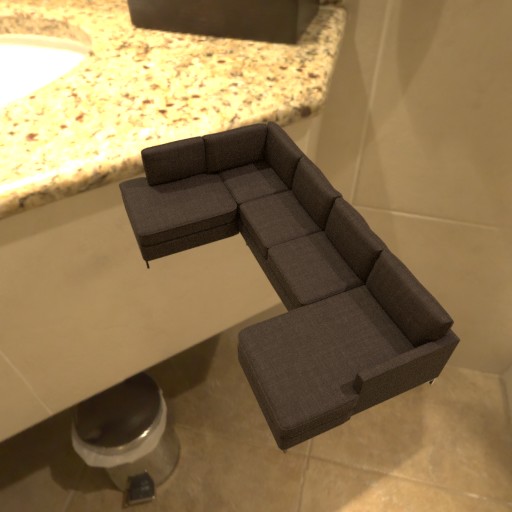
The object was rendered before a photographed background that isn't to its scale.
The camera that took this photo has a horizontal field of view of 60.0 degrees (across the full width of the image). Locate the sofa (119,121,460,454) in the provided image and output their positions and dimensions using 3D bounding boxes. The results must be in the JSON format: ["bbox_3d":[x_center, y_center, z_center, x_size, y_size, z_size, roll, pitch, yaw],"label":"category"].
[{"bbox_3d":[0.000,0.000,4.415,2.048,0.999,3.423,-17,49,-16],"label":"sofa"}]
